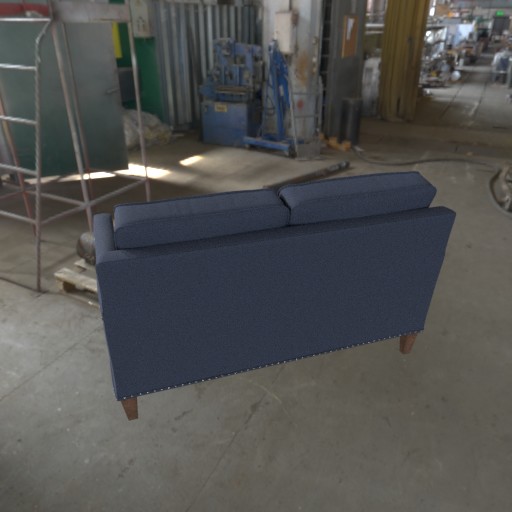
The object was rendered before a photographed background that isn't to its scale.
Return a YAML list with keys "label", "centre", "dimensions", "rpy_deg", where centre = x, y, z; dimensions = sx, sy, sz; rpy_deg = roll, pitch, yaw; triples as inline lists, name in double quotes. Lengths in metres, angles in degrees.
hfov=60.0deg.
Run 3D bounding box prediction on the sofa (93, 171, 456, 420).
- label: "sofa"
  centre: [0.000, 0.000, 2.324]
  dimensions: [1.597, 1.003, 1.084]
  rpy_deg: [-9, 29, -16]
